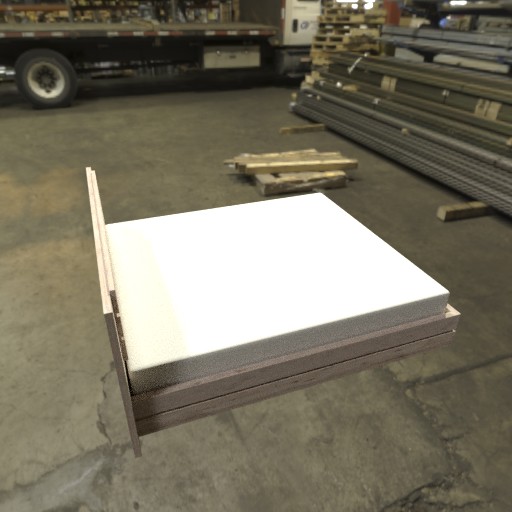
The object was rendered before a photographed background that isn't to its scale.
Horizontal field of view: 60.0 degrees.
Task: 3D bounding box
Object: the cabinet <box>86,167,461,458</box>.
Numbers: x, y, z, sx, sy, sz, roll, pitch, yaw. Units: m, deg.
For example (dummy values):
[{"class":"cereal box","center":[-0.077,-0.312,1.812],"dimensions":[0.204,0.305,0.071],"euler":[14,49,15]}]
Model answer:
[{"class":"cabinet","center":[0.000,0.000,3.187],"dimensions":[2.080,0.970,1.950],"euler":[-11,32,-17]}]
